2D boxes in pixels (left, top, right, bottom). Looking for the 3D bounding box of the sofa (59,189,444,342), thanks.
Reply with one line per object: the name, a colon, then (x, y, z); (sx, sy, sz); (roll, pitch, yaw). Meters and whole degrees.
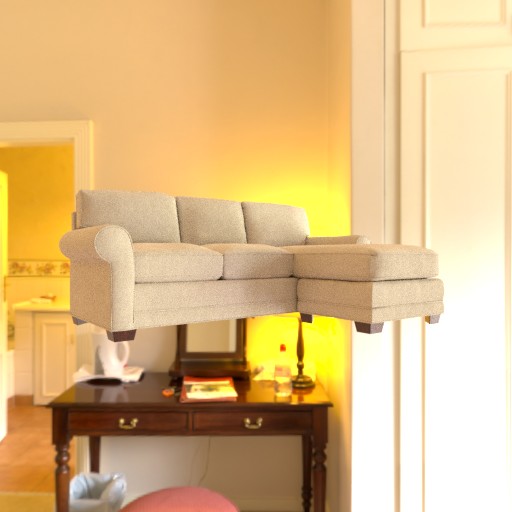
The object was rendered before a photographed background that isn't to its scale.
sofa: (0.000, 0.000, 2.402); (1.770, 0.734, 1.226); (0, 0, -37)
